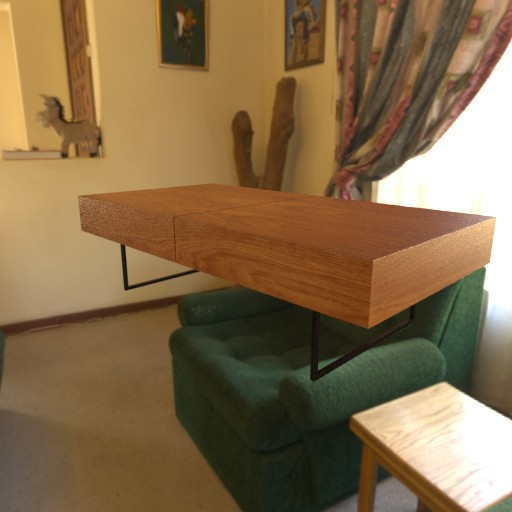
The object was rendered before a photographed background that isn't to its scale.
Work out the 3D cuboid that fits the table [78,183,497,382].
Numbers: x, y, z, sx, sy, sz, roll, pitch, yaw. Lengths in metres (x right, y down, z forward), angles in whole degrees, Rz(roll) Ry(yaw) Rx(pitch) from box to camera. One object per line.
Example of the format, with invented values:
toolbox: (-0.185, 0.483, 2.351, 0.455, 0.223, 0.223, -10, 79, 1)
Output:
table: (0.000, 0.000, 1.418, 0.610, 0.330, 1.194, -14, 21, -43)
